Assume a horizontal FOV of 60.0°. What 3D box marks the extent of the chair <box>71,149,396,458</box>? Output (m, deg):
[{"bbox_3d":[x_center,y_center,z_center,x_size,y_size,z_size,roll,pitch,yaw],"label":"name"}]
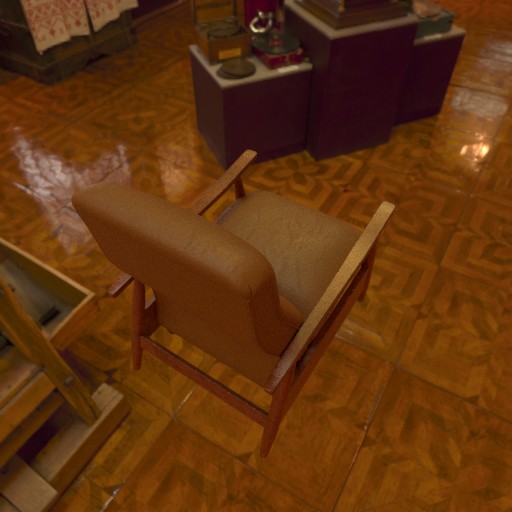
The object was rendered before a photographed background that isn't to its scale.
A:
[{"bbox_3d":[0.000,0.000,1.794,0.762,1.082,1.014,26,52,22],"label":"chair"}]
